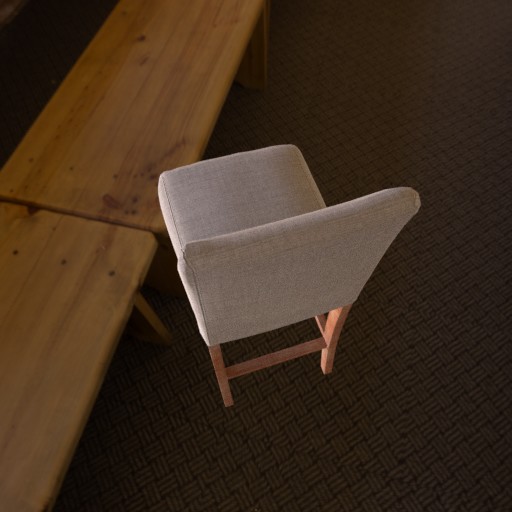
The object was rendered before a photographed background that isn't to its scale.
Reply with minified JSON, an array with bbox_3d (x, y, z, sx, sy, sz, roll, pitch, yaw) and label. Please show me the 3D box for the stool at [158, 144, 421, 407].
[{"bbox_3d":[0.000,0.000,1.298,0.454,1.039,0.567,-16,61,-9],"label":"stool"}]
